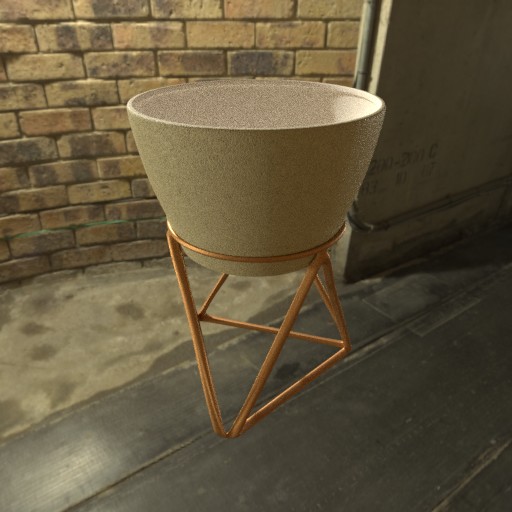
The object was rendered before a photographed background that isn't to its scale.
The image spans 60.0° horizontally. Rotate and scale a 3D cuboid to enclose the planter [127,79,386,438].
[{"bbox_3d":[0.000,0.000,0.739,0.350,0.504,0.350,8,31,14],"label":"planter"}]
